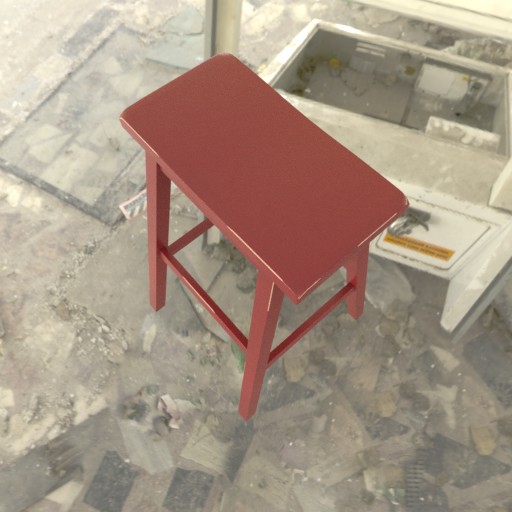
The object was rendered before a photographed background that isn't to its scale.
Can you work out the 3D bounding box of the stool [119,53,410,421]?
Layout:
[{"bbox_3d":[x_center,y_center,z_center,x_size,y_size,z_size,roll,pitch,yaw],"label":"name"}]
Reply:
[{"bbox_3d":[0.000,0.000,1.041,0.476,0.737,0.457,-38,70,-17],"label":"stool"}]
